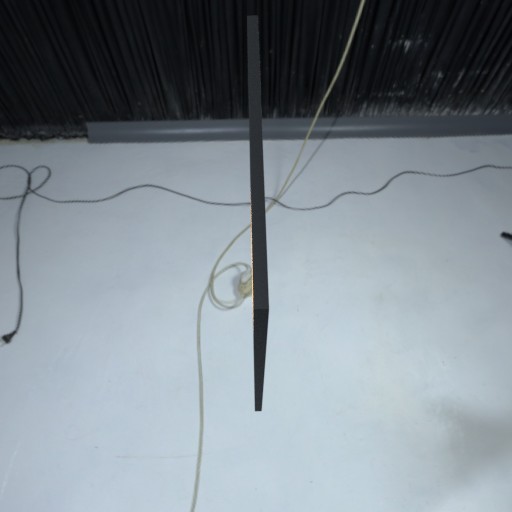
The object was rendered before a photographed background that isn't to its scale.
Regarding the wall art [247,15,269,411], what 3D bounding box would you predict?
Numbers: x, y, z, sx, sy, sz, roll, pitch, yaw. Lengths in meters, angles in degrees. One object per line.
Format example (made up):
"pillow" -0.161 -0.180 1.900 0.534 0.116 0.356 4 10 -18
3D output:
"wall art" 0.000 0.000 0.590 0.011 0.459 0.326 -1 62 -1
